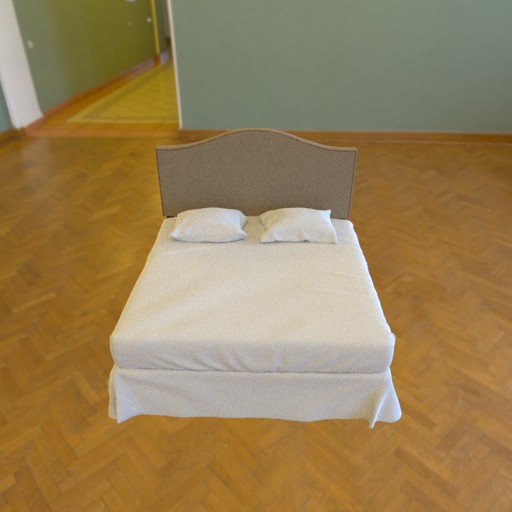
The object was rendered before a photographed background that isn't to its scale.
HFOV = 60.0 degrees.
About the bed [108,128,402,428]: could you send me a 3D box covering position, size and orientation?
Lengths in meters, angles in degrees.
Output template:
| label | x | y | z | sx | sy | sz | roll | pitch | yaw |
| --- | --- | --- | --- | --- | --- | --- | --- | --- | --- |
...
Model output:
| label | x | y | z | sx | sy | sz | roll | pitch | yaw |
| --- | --- | --- | --- | --- | --- | --- | --- | --- | --- |
| bed | 0.000 | 0.000 | 3.798 | 2.311 | 1.651 | 2.222 | 1 | 31 | 1 |
